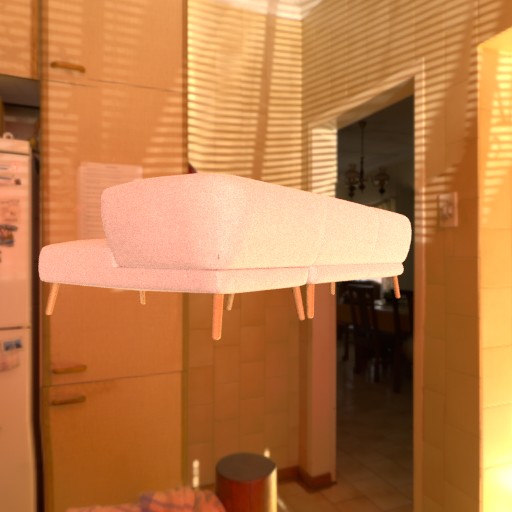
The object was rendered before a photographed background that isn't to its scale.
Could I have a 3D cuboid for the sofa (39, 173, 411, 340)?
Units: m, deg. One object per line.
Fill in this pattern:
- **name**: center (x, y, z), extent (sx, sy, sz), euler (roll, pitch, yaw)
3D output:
- **sofa**: center (0.000, 0.000, 3.300), extent (1.610, 0.730, 2.660), euler (0, 0, 36)
